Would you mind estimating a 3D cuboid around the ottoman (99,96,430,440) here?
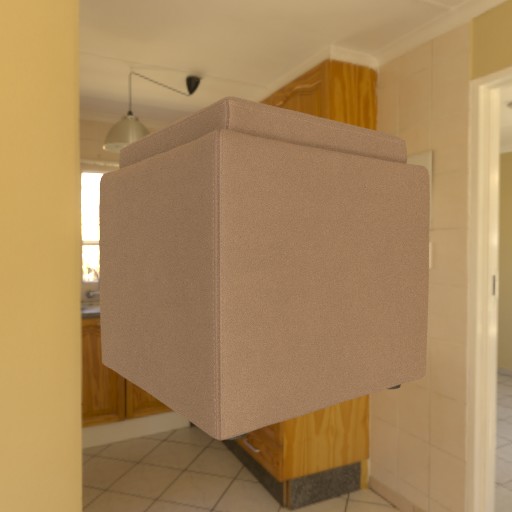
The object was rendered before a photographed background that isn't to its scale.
[{"bbox_3d":[0.000,0.000,0.820,0.450,0.460,0.451,-1,2,-37],"label":"ottoman"}]
